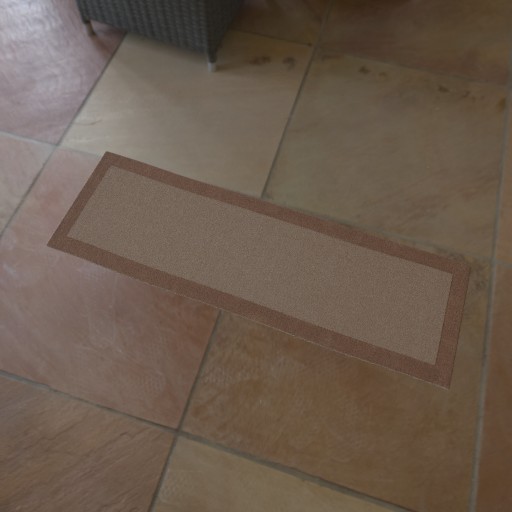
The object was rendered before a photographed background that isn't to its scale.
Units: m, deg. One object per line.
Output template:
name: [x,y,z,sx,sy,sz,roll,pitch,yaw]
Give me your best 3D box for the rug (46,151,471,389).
rug: [0.000,0.000,2.642,2.430,0.012,0.767,18,66,9]
